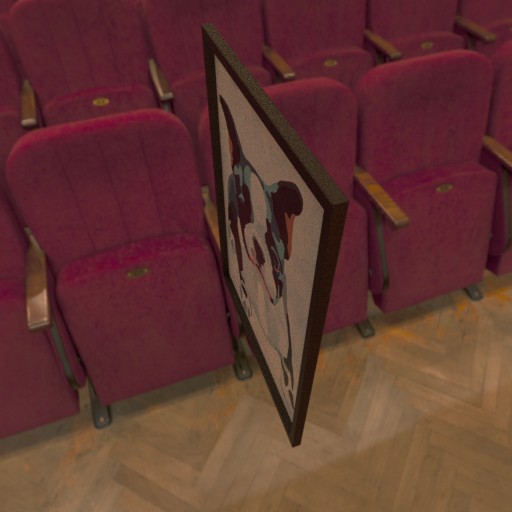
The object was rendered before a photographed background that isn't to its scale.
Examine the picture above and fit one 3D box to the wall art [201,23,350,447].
[{"bbox_3d":[0.000,0.000,1.306,0.030,1.027,0.774,-15,49,-13],"label":"wall art"}]
